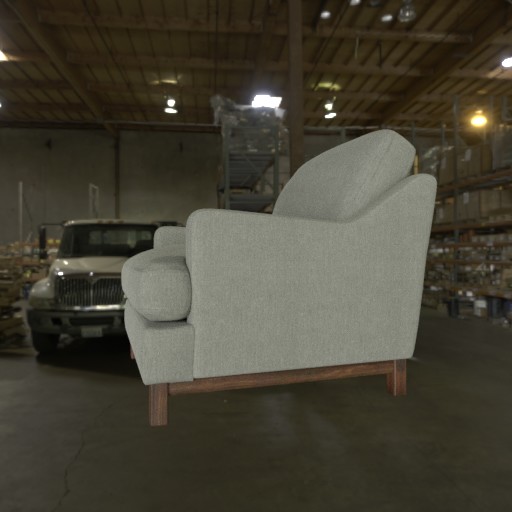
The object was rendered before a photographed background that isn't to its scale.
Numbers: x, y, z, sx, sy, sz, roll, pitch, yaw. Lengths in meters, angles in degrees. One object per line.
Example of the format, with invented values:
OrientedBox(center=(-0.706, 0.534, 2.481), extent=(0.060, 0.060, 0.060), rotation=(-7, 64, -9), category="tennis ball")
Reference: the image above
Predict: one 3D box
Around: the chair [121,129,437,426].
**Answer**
OrientedBox(center=(0.000, 0.000, 1.563), extent=(0.892, 0.821, 0.826), rotation=(0, 0, -19), category="chair")
